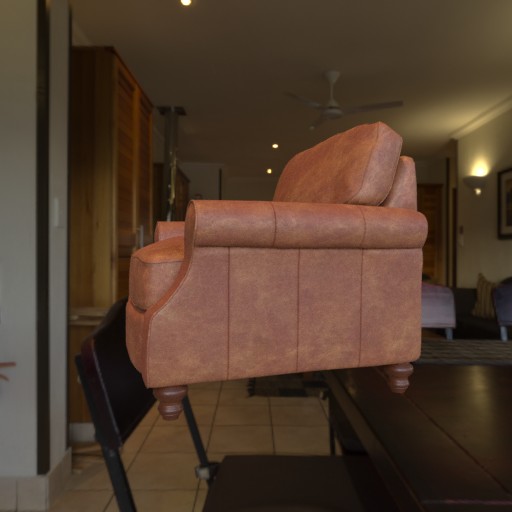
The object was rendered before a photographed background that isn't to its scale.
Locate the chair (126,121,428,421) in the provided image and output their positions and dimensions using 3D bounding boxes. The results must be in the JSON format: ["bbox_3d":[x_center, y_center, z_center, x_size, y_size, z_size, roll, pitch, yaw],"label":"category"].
[{"bbox_3d":[0.000,0.000,1.772,0.986,0.962,0.983,0,0,-19],"label":"chair"}]
